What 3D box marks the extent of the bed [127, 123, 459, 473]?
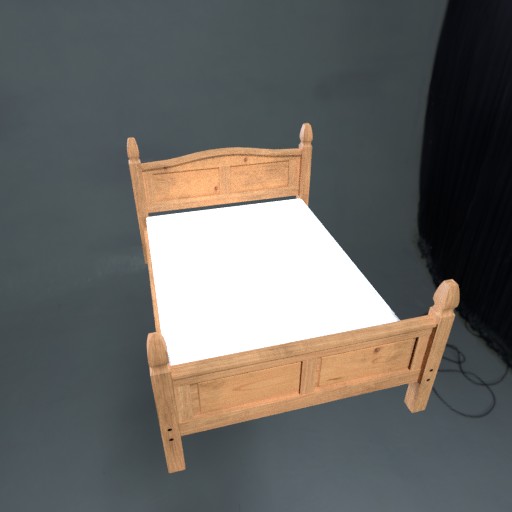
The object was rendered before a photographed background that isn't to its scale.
[{"bbox_3d":[0.000,0.000,2.960,1.490,1.100,2.069,-8,34,-13],"label":"bed"}]
